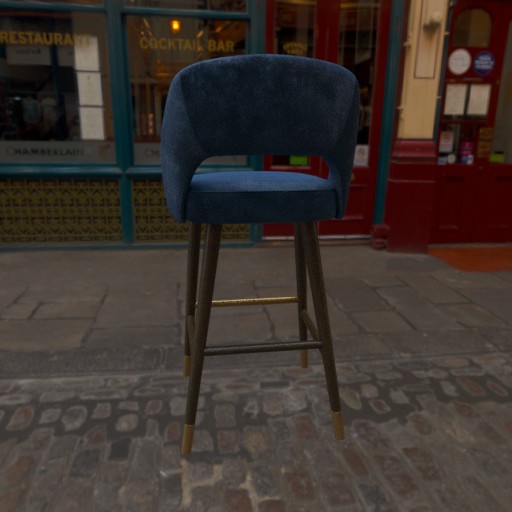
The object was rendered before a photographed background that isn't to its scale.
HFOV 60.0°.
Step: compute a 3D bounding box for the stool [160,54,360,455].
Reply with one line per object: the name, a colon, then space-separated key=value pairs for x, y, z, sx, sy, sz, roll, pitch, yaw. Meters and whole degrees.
stool: x=0.000 y=0.000 z=1.304 sx=0.514 sy=1.016 sz=0.515 roll=-2 pitch=15 yaw=-8
